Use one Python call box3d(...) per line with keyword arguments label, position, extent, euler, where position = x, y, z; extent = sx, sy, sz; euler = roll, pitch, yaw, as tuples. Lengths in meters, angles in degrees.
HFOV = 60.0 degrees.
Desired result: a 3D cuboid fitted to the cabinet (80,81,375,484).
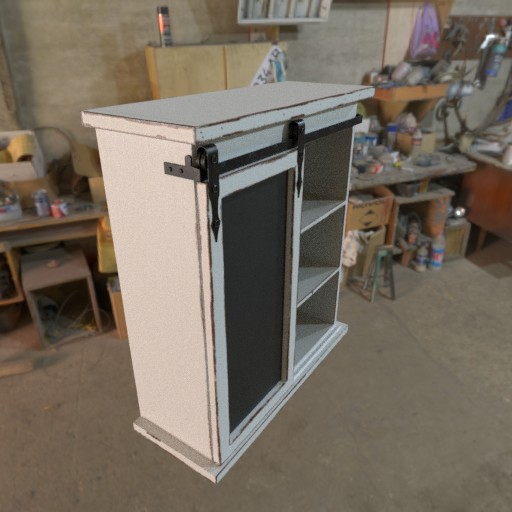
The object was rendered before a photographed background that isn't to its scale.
box3d(label="cabinet", position=(0.000, 0.000, 0.883), extent=(0.210, 0.603, 0.541), euler=(17, 31, 31))
